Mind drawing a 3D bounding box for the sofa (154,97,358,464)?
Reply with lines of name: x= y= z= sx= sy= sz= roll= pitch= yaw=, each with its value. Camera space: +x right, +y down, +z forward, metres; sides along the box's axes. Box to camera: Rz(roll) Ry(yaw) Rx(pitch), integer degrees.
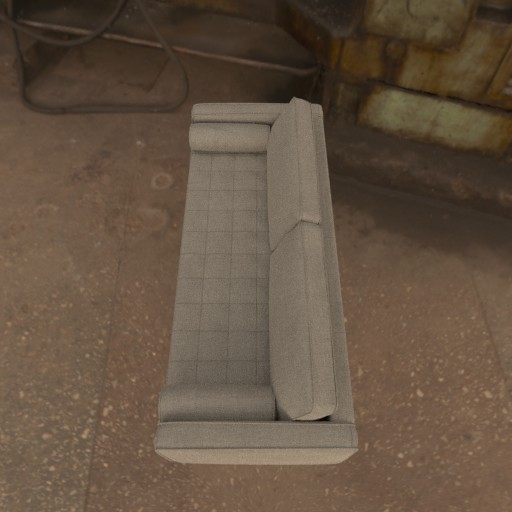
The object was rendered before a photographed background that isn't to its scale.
sofa: x=0.000 y=0.000 z=2.624 sx=0.914 sy=0.762 sz=2.211 roll=0 pitch=59 yaw=0
